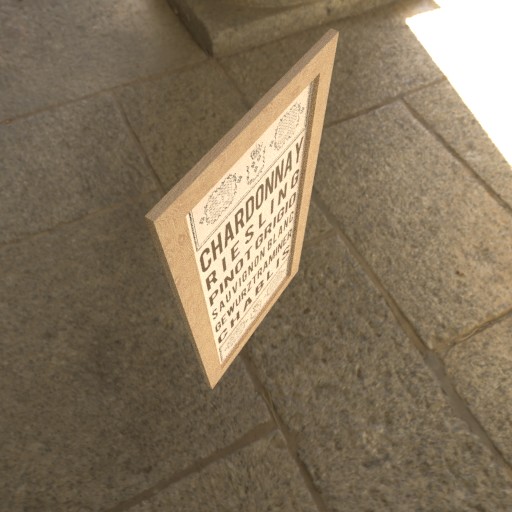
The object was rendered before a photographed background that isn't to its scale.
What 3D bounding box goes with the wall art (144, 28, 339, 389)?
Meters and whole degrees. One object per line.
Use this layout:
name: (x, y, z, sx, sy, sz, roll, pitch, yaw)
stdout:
wall art: (0.000, 0.000, 0.819, 0.013, 0.683, 0.381, 31, 64, 17)
